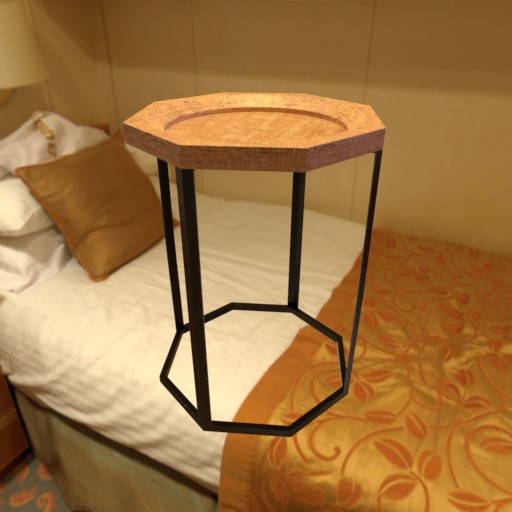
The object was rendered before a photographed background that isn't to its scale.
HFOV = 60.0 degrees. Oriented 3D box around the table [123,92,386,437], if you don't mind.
[{"bbox_3d":[0.000,0.000,0.885,0.437,0.553,0.437,-9,31,-15],"label":"table"}]
